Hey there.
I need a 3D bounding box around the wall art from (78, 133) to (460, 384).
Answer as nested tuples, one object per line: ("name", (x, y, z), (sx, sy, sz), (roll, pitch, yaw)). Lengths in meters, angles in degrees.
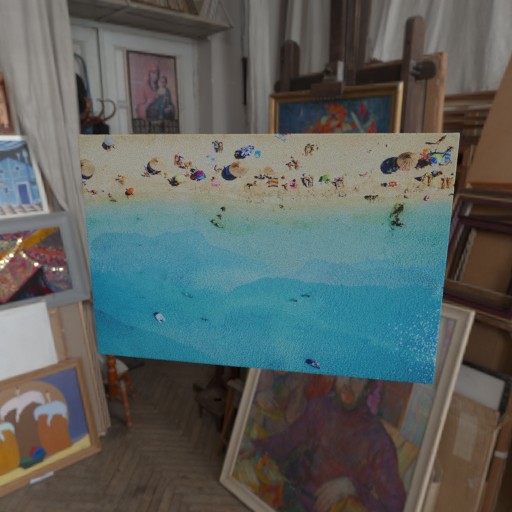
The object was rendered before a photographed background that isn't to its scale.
("wall art", (0.000, 0.000, 0.764), (0.609, 0.406, 0.039), (3, 14, 10))
